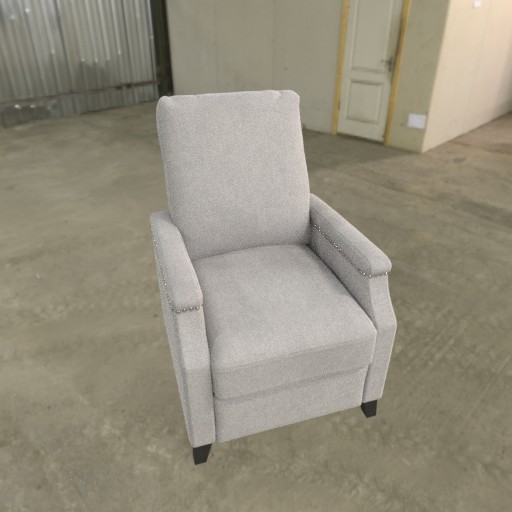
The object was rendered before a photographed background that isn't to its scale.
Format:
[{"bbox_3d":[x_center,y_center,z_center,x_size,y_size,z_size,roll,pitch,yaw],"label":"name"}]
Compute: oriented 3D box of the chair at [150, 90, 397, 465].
[{"bbox_3d":[0.000,0.000,1.650,0.710,1.049,0.922,-9,32,-15],"label":"chair"}]
